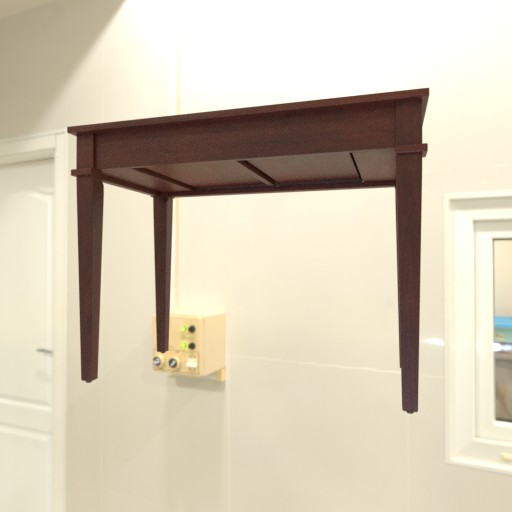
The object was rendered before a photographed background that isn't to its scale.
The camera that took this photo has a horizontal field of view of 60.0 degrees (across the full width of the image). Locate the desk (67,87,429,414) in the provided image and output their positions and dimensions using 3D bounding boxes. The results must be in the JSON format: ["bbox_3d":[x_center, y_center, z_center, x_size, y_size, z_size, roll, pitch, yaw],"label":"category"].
[{"bbox_3d":[0.000,0.000,1.420,1.001,0.762,0.549,0,-1,17],"label":"desk"}]
